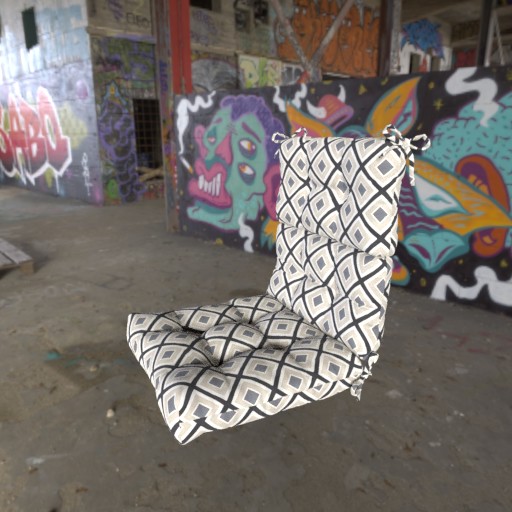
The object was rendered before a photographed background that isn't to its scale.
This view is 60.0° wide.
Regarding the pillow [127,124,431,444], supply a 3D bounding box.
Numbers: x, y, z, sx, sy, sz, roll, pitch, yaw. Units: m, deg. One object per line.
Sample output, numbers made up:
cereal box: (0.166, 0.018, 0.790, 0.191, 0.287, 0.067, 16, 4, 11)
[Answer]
pillow: (0.000, 0.000, 1.064, 0.571, 0.605, 0.519, -7, 17, -25)
